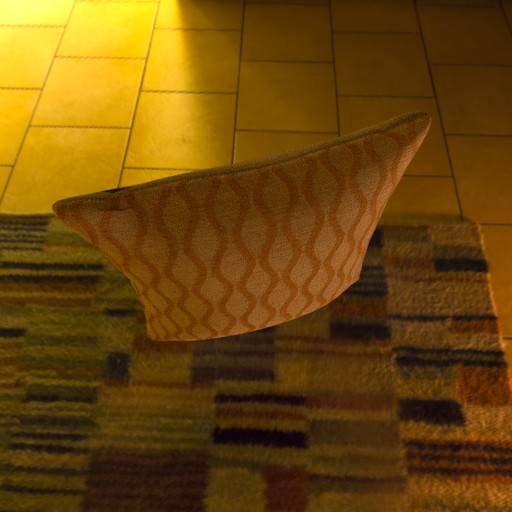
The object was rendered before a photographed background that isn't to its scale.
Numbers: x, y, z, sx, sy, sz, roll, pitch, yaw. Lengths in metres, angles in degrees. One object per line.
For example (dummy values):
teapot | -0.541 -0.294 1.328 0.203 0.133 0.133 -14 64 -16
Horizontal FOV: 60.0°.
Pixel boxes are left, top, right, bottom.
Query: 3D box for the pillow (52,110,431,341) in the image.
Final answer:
pillow | 0.000 0.000 0.663 0.429 0.436 0.159 -16 63 -8
